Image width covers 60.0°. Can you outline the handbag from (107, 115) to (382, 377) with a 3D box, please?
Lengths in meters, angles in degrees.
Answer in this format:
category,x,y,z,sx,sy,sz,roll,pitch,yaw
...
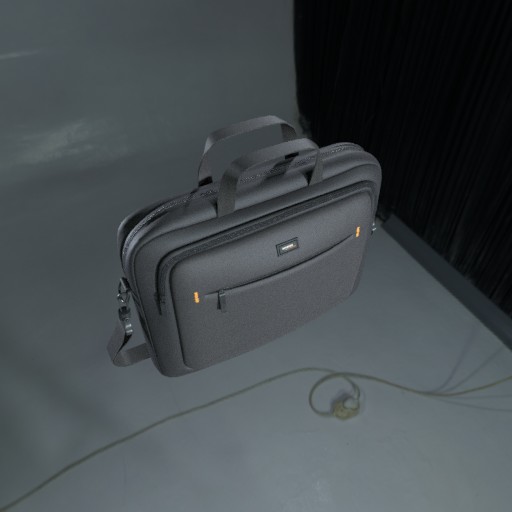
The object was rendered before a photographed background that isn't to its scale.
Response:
category,x,y,z,sx,sy,sz,roll,pitch,yaw
handbag,0.000,0.000,0.585,0.429,0.330,0.126,-22,49,-20
